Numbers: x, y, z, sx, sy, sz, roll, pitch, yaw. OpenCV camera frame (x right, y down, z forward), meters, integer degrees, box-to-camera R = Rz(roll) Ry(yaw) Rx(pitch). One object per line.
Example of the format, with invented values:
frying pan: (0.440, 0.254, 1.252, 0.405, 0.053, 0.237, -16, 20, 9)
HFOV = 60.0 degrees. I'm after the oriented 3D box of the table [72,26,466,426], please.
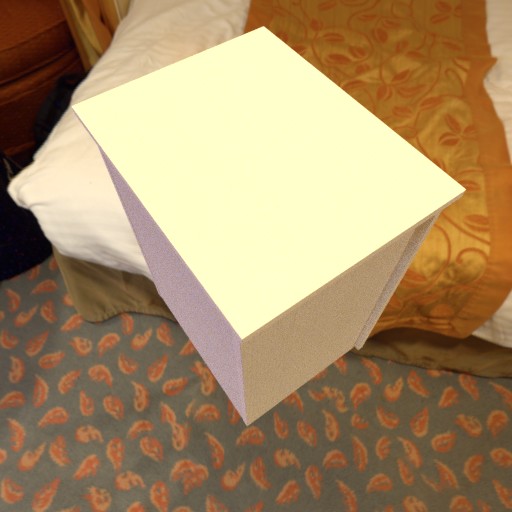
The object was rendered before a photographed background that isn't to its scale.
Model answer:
table: (0.000, 0.000, 0.932, 0.381, 0.635, 0.480, -31, 63, -18)
